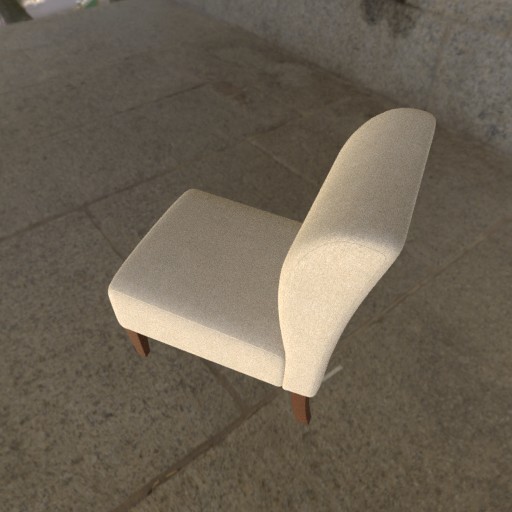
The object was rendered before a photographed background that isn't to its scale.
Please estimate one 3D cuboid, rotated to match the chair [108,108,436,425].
[{"bbox_3d":[0.000,0.000,1.310,0.754,0.833,0.521,17,49,15],"label":"chair"}]
